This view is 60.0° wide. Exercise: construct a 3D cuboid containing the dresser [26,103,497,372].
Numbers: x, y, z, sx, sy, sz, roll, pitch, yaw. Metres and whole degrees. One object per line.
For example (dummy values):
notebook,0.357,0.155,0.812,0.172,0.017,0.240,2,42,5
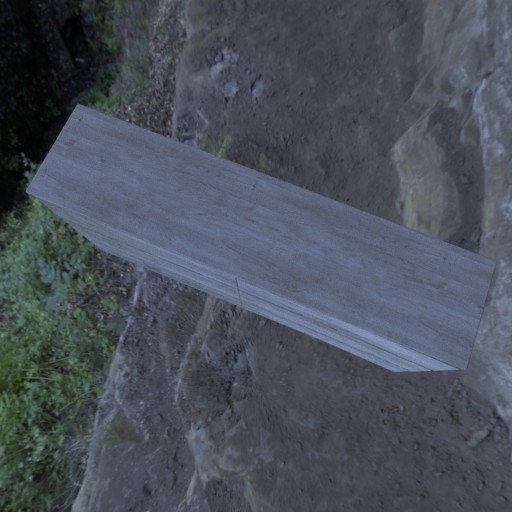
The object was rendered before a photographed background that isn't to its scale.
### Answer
dresser,0.000,0.000,1.900,1.590,0.795,0.390,21,76,6
